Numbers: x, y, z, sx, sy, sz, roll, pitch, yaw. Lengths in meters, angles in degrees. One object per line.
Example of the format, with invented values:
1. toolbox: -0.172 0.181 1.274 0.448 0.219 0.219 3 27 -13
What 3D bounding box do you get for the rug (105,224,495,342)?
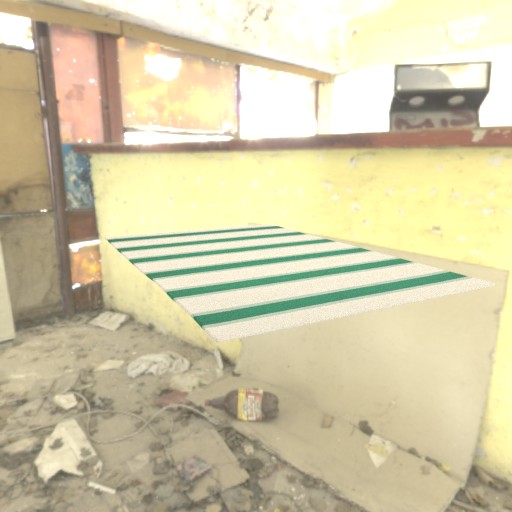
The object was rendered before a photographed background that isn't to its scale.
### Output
1. rug: 0.000 0.000 2.295 1.210 0.012 1.829 -7 14 -27
